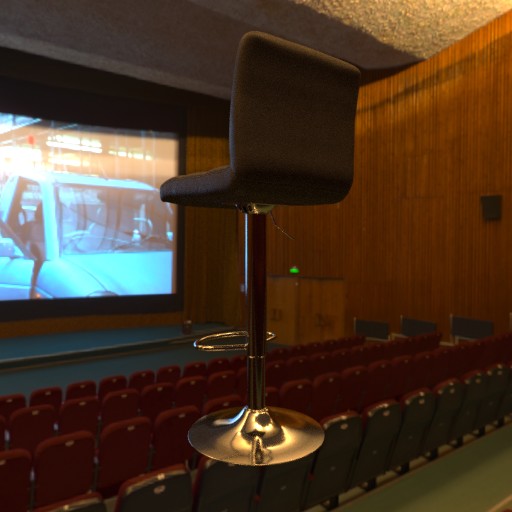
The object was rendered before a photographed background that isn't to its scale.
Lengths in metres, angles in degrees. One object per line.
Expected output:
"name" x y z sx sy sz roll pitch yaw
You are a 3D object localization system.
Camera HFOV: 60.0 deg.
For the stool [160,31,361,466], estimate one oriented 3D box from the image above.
"stool" 0.000 0.000 1.377 0.430 1.115 0.505 -1 2 -37
